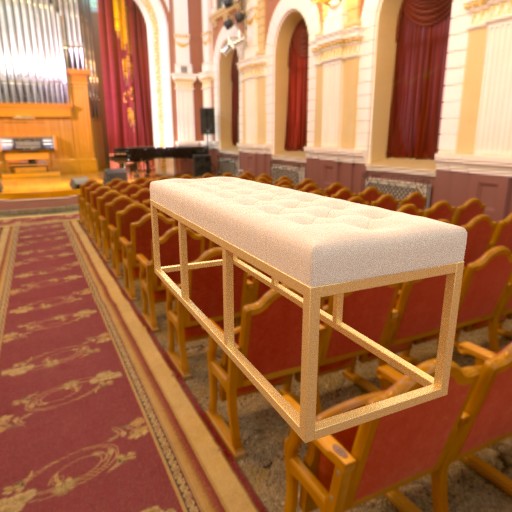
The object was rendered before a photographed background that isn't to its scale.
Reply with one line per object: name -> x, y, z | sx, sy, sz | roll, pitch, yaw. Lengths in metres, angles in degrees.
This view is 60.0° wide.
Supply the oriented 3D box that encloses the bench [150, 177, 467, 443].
bench -> 0.000, 0.000, 1.693 | 0.457, 0.484, 1.473 | -7, 17, -25
